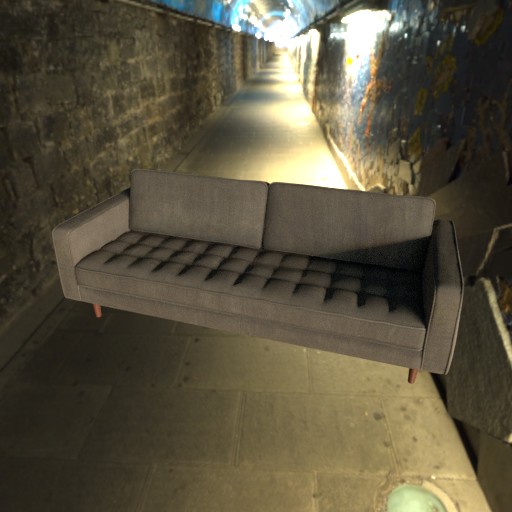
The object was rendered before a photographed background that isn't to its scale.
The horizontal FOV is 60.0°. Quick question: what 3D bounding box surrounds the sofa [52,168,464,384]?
[{"bbox_3d":[0.000,0.000,2.715,2.295,0.813,0.923,8,27,17],"label":"sofa"}]
